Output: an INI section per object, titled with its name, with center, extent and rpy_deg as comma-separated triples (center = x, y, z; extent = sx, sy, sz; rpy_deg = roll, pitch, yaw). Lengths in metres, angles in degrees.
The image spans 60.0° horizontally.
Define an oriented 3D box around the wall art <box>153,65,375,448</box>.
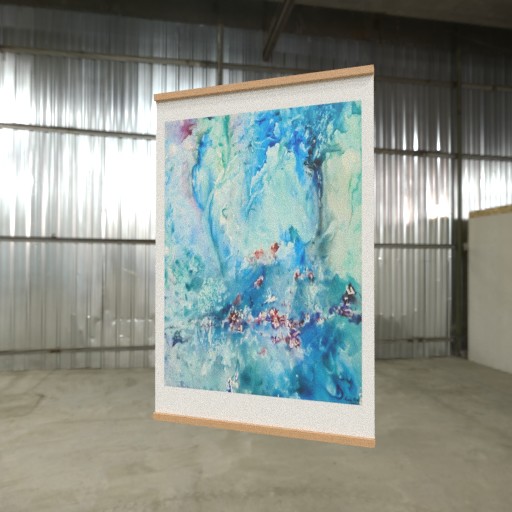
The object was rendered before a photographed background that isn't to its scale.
[wall art]
center = 0.000, 0.000, 0.777
extent = 0.401, 0.611, 0.016
rpy_deg = 0, -1, 18
